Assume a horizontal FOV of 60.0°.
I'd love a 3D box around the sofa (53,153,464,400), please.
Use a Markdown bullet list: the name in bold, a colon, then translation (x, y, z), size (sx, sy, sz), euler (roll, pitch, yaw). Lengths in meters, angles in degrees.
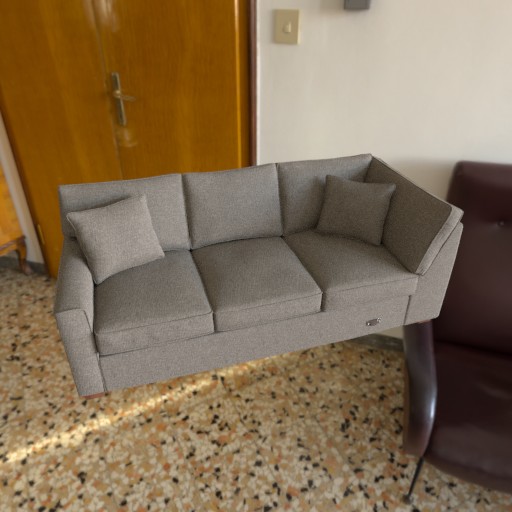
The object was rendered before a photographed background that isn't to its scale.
- **sofa**: translation (0.000, 0.000, 2.860), size (2.317, 0.962, 1.061), euler (-9, 32, -15)
